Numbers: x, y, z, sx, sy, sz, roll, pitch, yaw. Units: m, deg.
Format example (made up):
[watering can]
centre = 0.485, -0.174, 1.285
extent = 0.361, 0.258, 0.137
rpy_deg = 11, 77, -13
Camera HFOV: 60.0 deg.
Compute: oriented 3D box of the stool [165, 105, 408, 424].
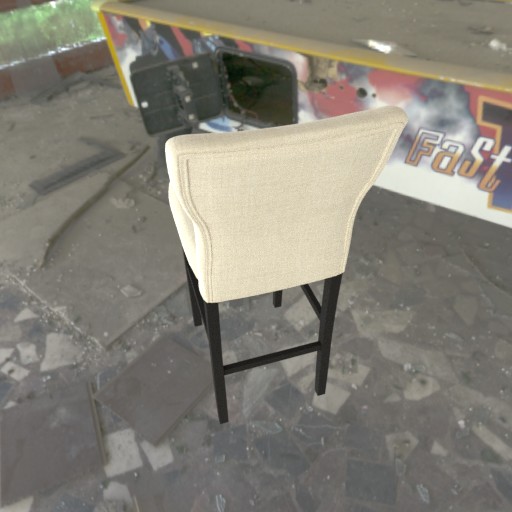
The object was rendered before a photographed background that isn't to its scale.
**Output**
[stool]
centre = 0.000, 0.000, 1.432
extent = 0.516, 1.124, 0.603
rpy_deg = -12, 42, -13
